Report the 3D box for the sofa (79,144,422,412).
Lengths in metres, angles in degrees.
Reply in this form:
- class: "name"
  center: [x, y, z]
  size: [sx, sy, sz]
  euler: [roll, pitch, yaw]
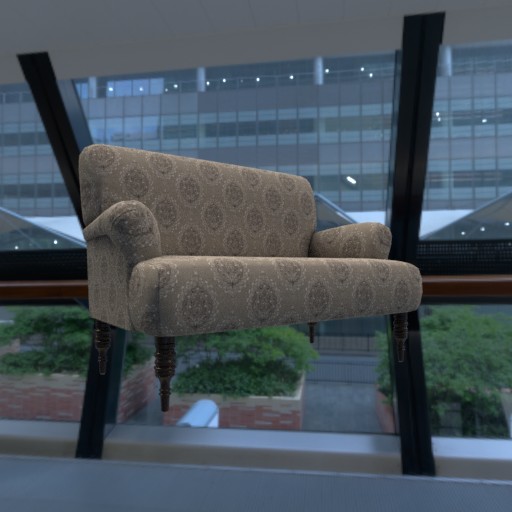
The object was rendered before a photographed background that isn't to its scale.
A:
- class: "sofa"
  center: [0.000, 0.000, 1.803]
  size: [1.297, 0.889, 0.779]
  euler: [1, -2, -37]
